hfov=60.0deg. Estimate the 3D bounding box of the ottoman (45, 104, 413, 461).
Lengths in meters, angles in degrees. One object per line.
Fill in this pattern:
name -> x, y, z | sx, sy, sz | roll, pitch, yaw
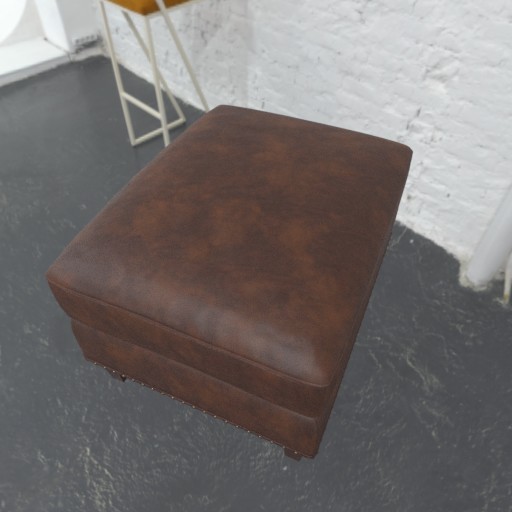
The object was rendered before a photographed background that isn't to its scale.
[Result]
ottoman -> 0.000, 0.000, 1.109 | 0.586, 0.486, 0.742 | 18, 49, 16
